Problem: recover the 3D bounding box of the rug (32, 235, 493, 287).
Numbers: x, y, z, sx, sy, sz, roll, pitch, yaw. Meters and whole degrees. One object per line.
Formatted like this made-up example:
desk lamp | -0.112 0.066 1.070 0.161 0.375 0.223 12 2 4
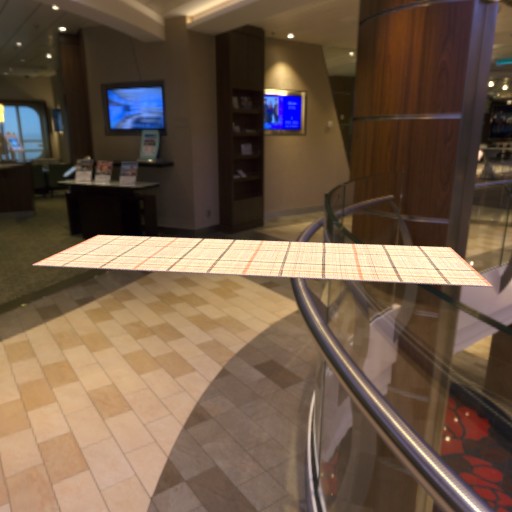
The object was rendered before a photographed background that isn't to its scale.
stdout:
rug | 0.000 0.000 2.689 2.439 0.008 0.762 2 16 8
